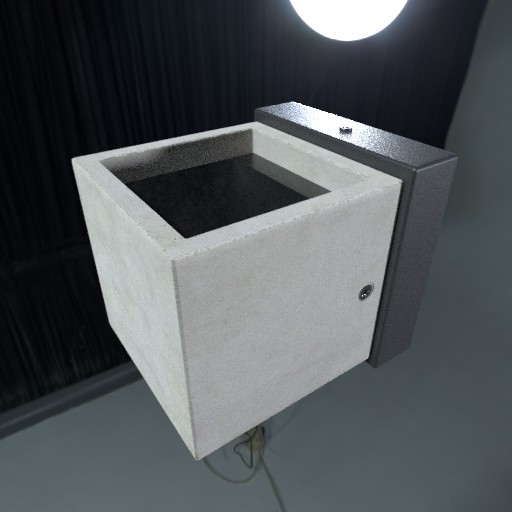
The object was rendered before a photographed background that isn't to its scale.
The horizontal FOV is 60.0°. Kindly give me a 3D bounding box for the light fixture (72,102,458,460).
[{"bbox_3d":[0.000,0.000,0.241,0.143,0.121,0.121,-21,38,-29],"label":"light fixture"}]
